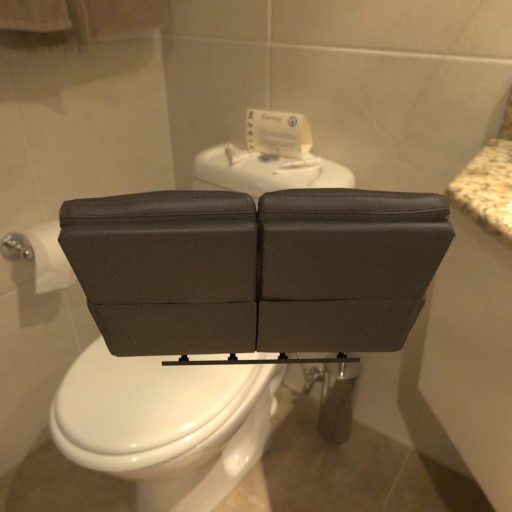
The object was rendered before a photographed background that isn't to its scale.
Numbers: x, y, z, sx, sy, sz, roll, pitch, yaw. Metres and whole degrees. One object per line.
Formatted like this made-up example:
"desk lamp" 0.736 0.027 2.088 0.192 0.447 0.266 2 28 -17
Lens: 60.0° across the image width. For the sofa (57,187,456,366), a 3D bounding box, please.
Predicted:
"sofa" 0.000 0.000 2.463 1.765 1.111 1.104 -1 31 -1
